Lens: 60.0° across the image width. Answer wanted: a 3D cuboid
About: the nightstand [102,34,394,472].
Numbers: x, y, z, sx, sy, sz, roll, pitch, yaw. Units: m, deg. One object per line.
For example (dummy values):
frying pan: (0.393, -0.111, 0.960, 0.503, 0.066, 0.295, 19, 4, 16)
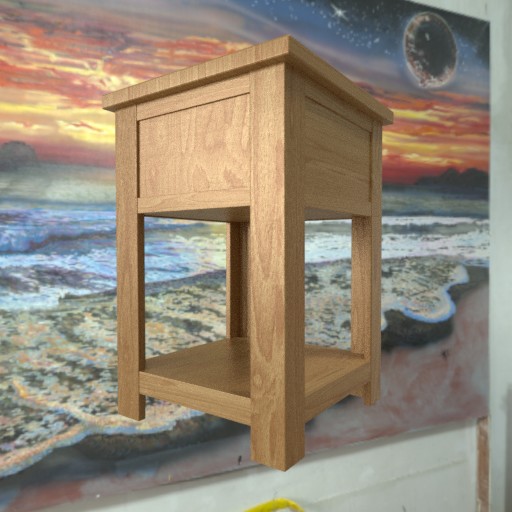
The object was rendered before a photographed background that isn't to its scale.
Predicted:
nightstand: (0.000, 0.000, 0.900, 0.418, 0.614, 0.428, 1, 1, 36)
